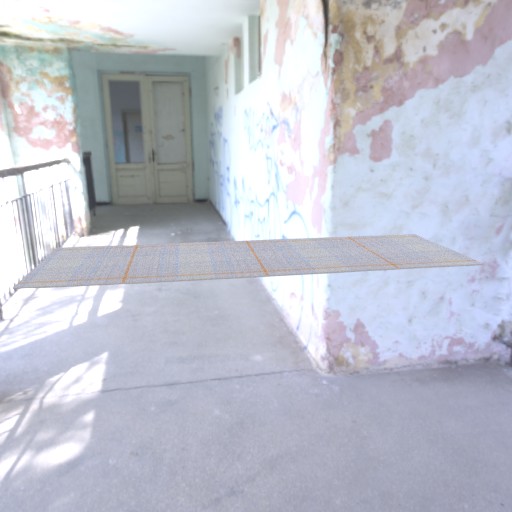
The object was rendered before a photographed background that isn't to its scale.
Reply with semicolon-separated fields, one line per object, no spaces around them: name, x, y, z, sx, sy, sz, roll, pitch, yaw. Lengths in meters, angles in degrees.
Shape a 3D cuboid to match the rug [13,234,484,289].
rug;0.000;0.000;2.632;2.442;0.016;0.770;-3;16;-9
